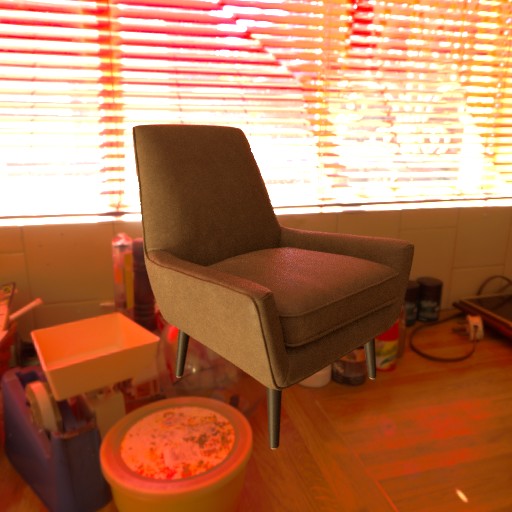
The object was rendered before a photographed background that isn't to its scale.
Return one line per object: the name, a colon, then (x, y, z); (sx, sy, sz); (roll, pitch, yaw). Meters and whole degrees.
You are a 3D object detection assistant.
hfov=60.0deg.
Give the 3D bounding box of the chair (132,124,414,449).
chair: (0.000, 0.000, 1.535); (0.824, 0.888, 0.787); (14, 20, 43)
